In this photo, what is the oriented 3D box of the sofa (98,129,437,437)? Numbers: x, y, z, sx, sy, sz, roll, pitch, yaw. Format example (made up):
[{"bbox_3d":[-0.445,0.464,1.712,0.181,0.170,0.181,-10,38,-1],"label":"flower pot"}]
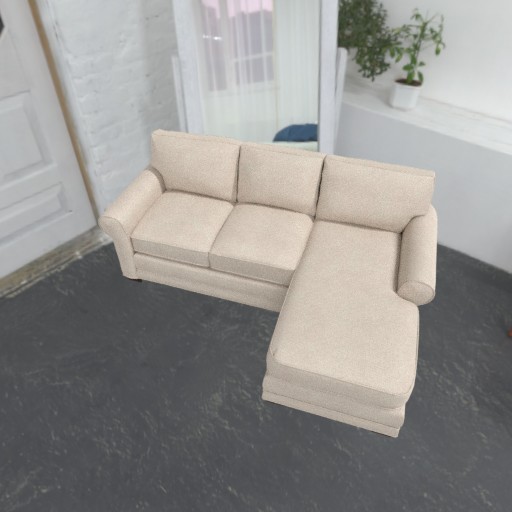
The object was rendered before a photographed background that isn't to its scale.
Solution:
[{"bbox_3d":[0.000,0.000,2.319,1.770,0.734,1.226,12,44,13],"label":"sofa"}]
